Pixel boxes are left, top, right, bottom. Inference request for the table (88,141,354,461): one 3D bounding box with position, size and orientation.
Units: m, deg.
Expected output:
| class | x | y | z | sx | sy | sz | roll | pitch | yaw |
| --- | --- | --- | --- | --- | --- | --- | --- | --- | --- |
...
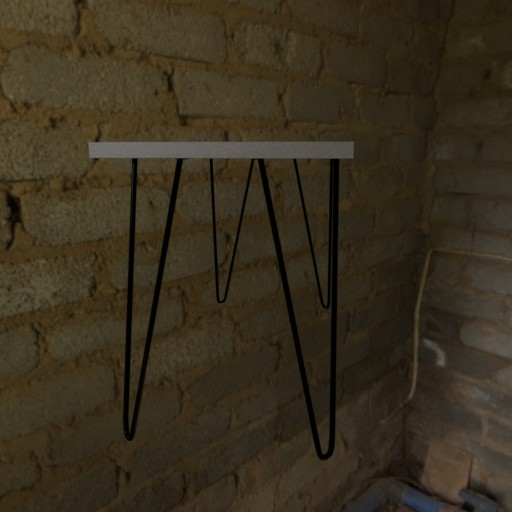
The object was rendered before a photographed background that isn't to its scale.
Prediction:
| class | x | y | z | sx | sy | sz | roll | pitch | yaw |
| --- | --- | --- | --- | --- | --- | --- | --- | --- | --- |
| table | 0.000 | 0.000 | 1.363 | 0.499 | 0.660 | 0.991 | 2 | 13 | 8 |
